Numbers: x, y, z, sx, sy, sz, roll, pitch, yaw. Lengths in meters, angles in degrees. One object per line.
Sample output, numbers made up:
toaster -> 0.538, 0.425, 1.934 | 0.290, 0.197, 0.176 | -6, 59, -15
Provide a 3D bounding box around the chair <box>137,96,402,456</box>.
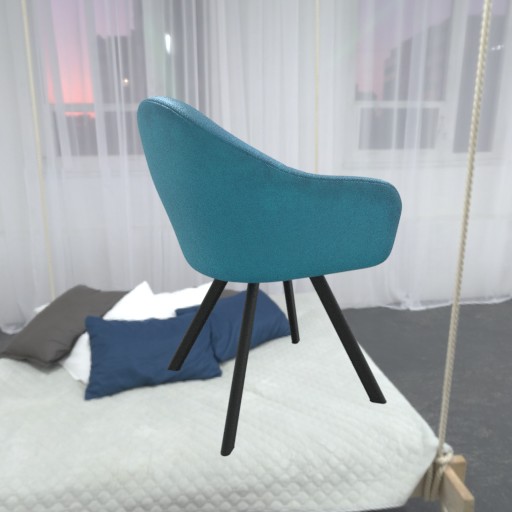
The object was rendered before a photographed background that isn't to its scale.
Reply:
chair -> 0.000, 0.000, 1.182 | 0.570, 0.780, 0.540 | -7, 16, -26
